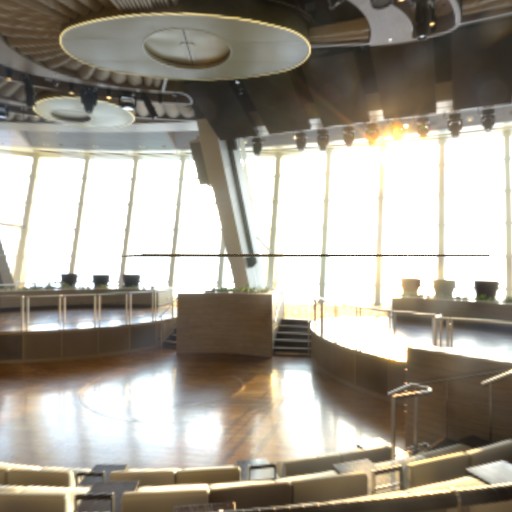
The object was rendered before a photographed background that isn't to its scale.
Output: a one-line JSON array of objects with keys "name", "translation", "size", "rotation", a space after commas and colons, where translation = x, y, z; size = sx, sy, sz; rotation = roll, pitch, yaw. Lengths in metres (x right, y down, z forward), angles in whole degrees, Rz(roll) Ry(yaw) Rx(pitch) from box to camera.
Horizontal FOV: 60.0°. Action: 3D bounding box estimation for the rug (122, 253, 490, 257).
[{"name": "rug", "translation": [0.000, 0.000, 4.399], "size": [2.438, 0.013, 3.353], "rotation": [0, 0, -19]}]
